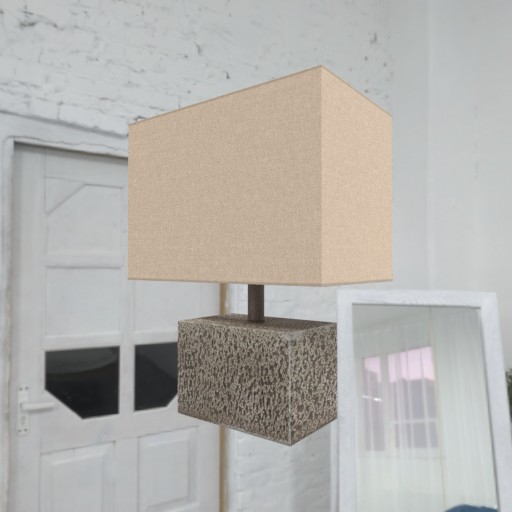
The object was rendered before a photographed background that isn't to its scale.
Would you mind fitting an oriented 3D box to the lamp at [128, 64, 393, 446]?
[{"bbox_3d":[0.000,0.000,0.573,0.294,0.411,0.180,-1,-1,37],"label":"lamp"}]
